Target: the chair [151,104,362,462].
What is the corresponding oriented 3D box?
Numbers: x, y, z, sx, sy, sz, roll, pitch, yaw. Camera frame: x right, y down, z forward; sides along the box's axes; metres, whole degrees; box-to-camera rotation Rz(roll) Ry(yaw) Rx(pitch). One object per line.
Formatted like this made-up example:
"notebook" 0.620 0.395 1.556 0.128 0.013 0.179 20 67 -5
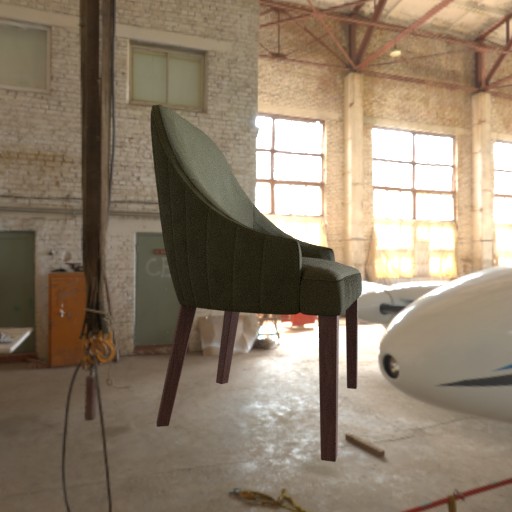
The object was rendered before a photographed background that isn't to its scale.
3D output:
"chair" 0.000 0.000 1.316 0.575 0.889 0.643 0 -1 17
